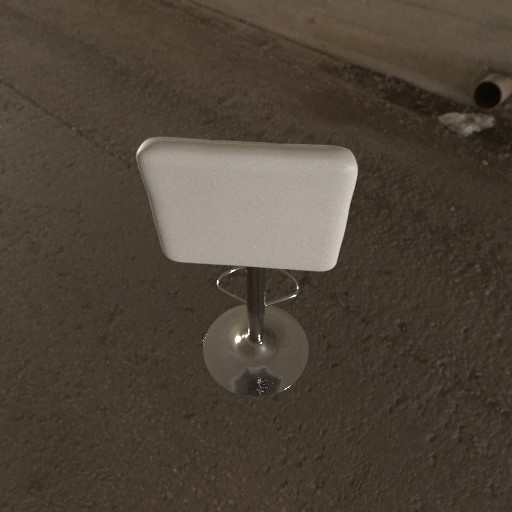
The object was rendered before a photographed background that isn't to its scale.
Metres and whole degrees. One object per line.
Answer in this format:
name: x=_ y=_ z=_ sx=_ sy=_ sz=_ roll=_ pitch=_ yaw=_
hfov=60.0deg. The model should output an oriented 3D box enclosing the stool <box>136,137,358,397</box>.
stool: x=0.000 y=0.000 z=1.374 sx=0.430 sy=1.115 sz=0.505 roll=4 pitch=49 yaw=3
